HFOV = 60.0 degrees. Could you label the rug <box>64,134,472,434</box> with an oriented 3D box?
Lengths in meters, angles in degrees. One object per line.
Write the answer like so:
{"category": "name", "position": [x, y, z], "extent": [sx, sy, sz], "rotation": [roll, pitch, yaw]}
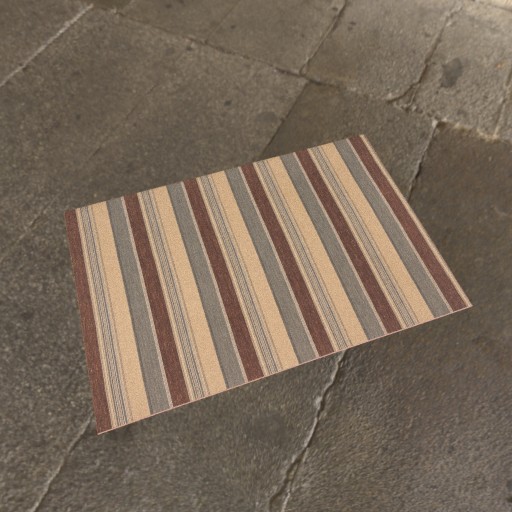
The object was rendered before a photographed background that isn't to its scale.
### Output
{"category": "rug", "position": [0.000, 0.000, 2.309], "extent": [1.829, 0.008, 1.219], "rotation": [-16, 61, -9]}
